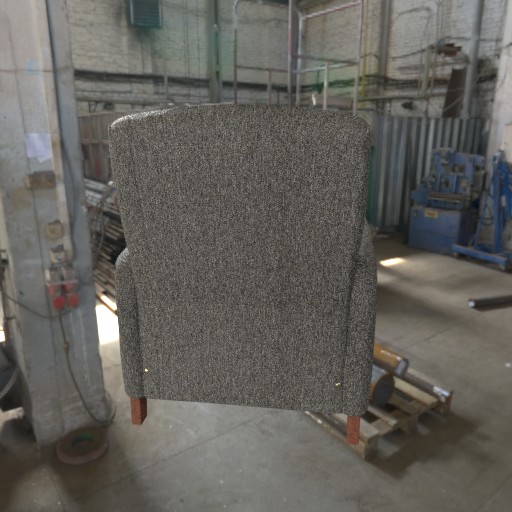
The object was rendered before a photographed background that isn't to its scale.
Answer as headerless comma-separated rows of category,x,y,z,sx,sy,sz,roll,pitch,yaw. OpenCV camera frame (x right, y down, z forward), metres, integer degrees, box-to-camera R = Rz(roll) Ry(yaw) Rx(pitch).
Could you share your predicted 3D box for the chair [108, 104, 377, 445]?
chair,0.000,0.000,1.634,0.848,1.014,0.864,2,16,8
